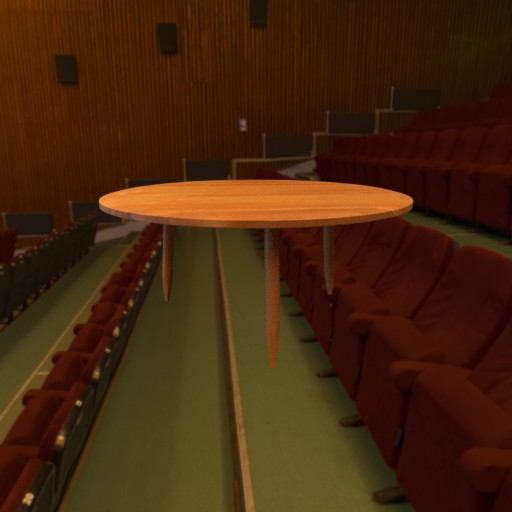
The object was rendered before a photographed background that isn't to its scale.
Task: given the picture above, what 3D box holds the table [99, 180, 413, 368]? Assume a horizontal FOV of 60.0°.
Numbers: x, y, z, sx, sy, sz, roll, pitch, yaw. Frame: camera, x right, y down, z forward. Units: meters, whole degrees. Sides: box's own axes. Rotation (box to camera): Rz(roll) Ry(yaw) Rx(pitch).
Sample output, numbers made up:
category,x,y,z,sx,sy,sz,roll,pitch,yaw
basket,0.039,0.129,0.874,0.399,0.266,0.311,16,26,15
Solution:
category,x,y,z,sx,sy,sz,roll,pitch,yaw
table,0.000,0.000,1.391,0.900,0.400,0.900,0,15,0
